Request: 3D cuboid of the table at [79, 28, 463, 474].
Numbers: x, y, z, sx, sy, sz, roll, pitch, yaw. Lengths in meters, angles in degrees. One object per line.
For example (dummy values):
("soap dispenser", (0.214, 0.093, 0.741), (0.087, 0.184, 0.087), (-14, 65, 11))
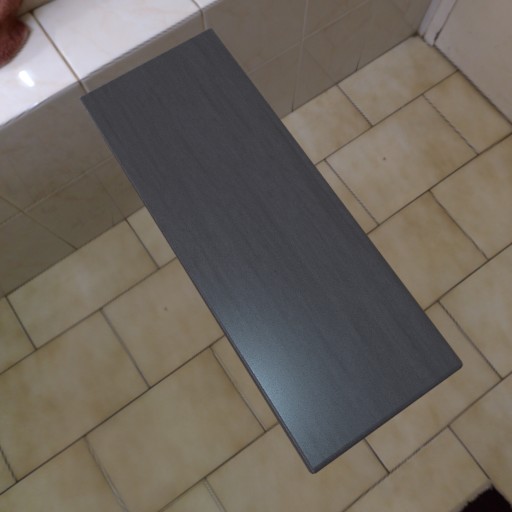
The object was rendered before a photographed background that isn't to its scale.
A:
("table", (0.000, 0.000, 1.528), (0.459, 0.735, 1.184), (-32, 77, -8))
